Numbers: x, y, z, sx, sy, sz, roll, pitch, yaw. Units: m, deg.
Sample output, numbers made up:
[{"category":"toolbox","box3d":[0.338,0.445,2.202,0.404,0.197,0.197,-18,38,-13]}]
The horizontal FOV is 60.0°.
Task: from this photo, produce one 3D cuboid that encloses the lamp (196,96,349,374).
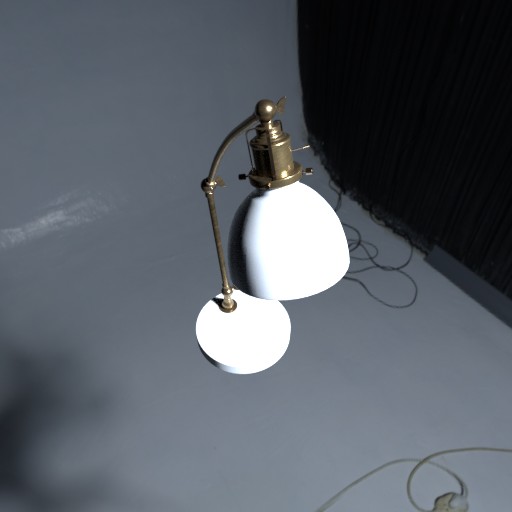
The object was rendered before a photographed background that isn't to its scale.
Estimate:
[{"category":"lamp","box3d":[0.000,0.000,0.674,0.186,0.522,0.317,-24,51,-22]}]
